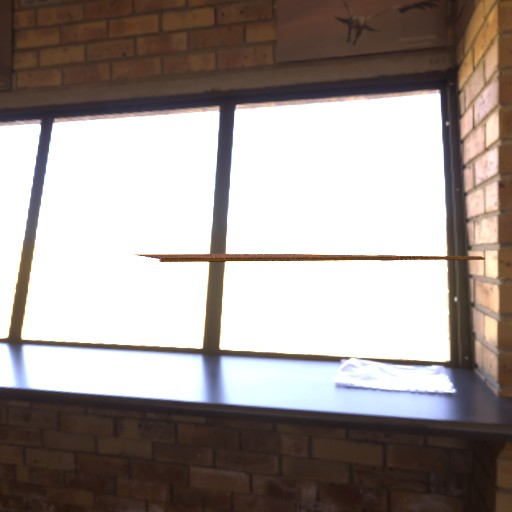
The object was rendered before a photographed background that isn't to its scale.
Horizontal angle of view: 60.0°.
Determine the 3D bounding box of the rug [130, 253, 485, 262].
[{"bbox_3d":[0.000,0.000,2.233,1.148,0.013,1.758,0,1,-19],"label":"rug"}]
